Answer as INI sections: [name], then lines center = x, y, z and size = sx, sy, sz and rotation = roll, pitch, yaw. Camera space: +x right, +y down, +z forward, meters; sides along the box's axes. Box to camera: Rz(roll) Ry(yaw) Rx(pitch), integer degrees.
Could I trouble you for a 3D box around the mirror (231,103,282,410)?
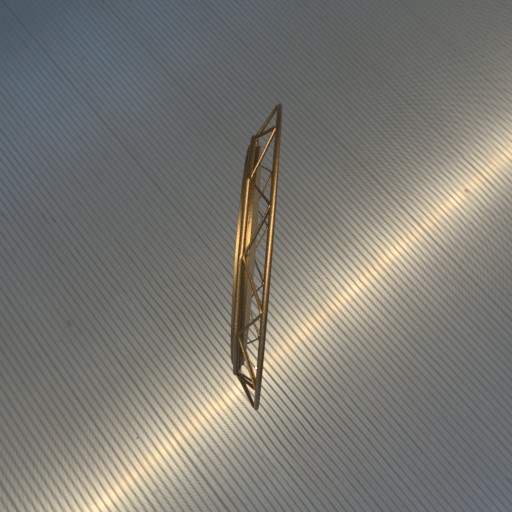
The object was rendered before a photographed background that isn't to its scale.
[mirror]
center = 0.000, 0.000, 0.692
size = 0.043, 0.454, 0.454
rotation = 4, 76, 1
